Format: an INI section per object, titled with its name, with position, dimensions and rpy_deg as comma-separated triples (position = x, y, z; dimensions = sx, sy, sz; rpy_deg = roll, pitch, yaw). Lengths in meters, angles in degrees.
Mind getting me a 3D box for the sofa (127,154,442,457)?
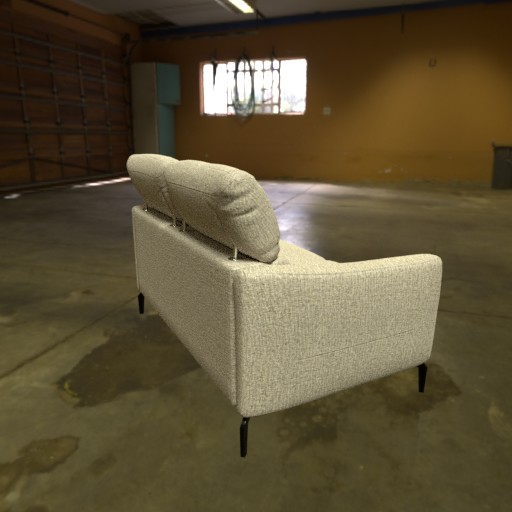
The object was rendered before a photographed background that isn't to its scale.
[sofa]
position = 0.000, 0.000, 2.142
dimensions = 0.905, 0.950, 1.540
rpy_deg = -8, 17, -27
